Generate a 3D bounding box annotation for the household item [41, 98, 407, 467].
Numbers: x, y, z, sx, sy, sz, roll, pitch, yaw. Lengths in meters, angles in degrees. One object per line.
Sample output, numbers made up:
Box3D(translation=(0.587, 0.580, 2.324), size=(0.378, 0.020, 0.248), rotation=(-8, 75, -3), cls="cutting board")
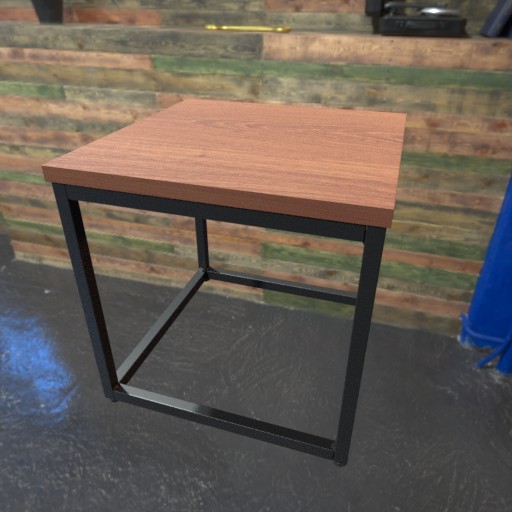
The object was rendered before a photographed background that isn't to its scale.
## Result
Box3D(translation=(0.000, 0.000, 0.732), size=(0.400, 0.400, 0.400), rotation=(9, 32, 15), cls="household item")
